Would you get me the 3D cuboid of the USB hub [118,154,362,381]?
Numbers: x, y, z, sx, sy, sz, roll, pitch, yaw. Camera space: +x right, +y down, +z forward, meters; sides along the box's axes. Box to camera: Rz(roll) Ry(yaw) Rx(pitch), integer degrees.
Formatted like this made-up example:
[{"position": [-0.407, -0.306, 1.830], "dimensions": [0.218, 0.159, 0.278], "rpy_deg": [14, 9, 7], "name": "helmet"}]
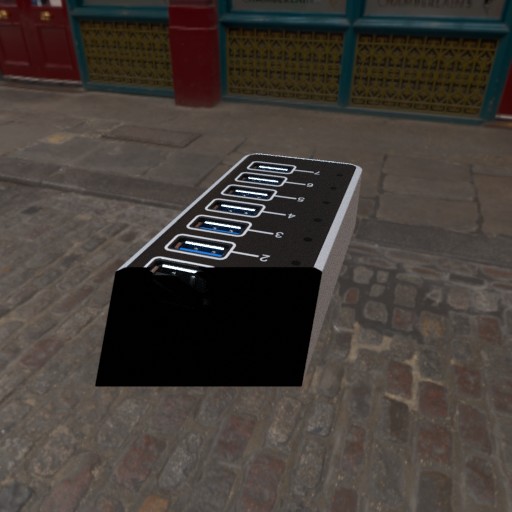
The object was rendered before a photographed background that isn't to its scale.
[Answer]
[{"position": [0.000, 0.000, 0.126], "dimensions": [0.044, 0.023, 0.110], "rpy_deg": [10, 33, 16], "name": "USB hub"}]
